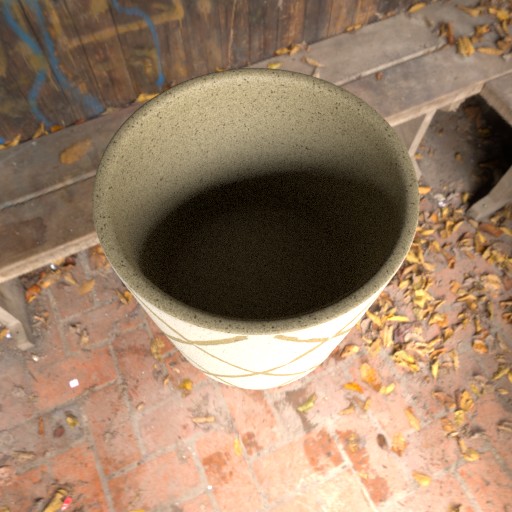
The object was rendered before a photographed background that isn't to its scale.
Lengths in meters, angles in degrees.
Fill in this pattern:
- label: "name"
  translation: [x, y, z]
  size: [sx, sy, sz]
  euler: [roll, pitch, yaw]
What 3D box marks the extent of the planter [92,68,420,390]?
- label: "planter"
  translation: [0.000, 0.000, 0.414]
  size: [0.228, 0.235, 0.228]
  euler: [0, 62, 0]
